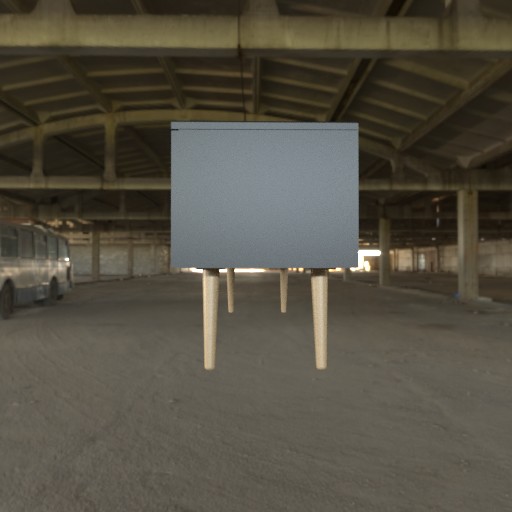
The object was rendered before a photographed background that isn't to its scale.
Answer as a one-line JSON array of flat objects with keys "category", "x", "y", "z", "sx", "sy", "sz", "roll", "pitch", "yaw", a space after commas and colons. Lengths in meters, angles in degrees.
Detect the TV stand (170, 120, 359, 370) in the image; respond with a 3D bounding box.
[{"category": "TV stand", "x": 0.000, "y": 0.000, "z": 1.531, "sx": 0.390, "sy": 0.518, "sz": 1.312, "roll": 0, "pitch": -1, "yaw": -1}]
